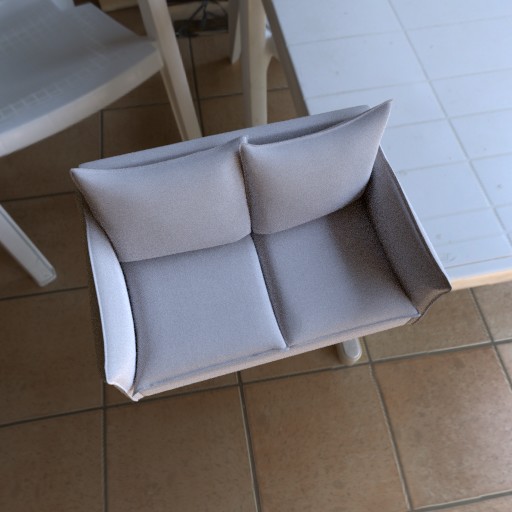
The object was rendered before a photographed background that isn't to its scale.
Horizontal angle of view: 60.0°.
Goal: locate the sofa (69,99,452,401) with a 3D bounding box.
[{"bbox_3d":[0.000,0.000,1.818,1.300,0.840,0.820,-14,63,-7],"label":"sofa"}]
